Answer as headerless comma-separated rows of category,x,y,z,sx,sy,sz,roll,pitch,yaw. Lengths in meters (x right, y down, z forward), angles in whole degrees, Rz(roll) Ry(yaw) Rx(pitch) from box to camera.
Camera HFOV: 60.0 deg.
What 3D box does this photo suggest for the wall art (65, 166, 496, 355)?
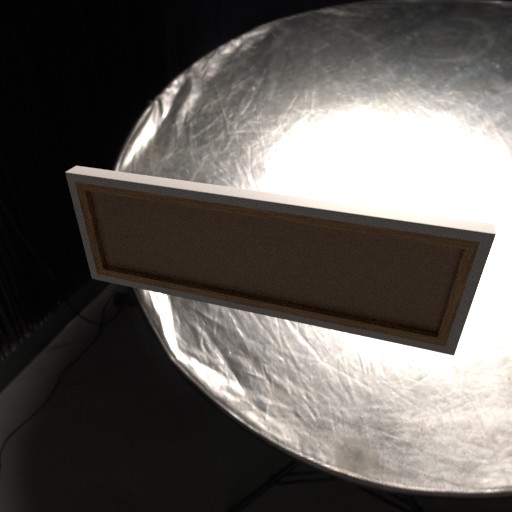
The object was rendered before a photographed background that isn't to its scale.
wall art,0.000,0.000,0.842,0.763,0.255,0.038,10,35,15
